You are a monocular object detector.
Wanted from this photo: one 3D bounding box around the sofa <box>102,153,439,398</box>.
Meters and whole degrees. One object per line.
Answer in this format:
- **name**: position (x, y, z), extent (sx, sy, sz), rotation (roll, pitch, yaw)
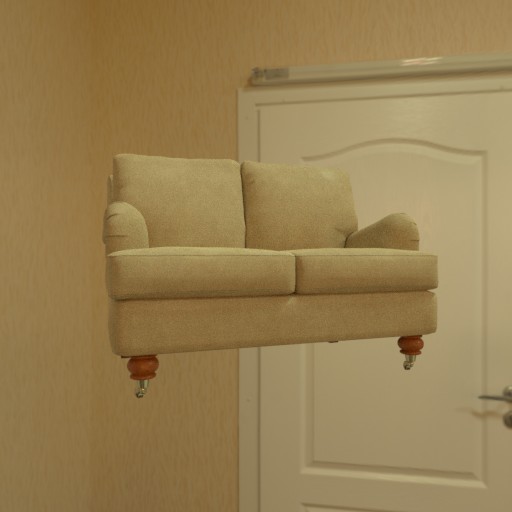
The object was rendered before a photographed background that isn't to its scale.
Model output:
- **sofa**: position (0.000, 0.000, 2.284), extent (1.498, 1.087, 1.086), rotation (0, 0, -20)
